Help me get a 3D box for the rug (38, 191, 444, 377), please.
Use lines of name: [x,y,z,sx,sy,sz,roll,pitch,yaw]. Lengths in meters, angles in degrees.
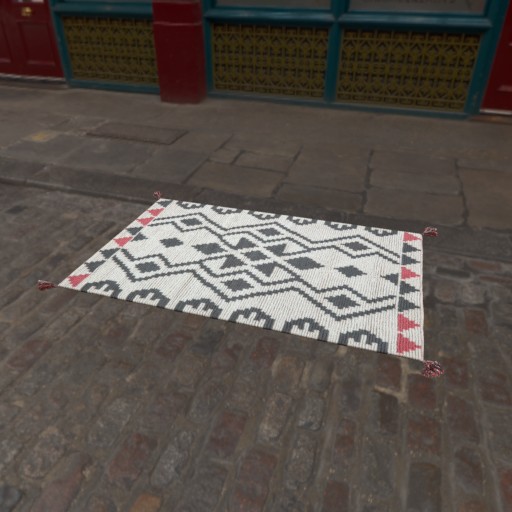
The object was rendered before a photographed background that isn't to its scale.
rug: [0.000,0.000,3.386,2.672,0.066,1.741,9,33,15]
